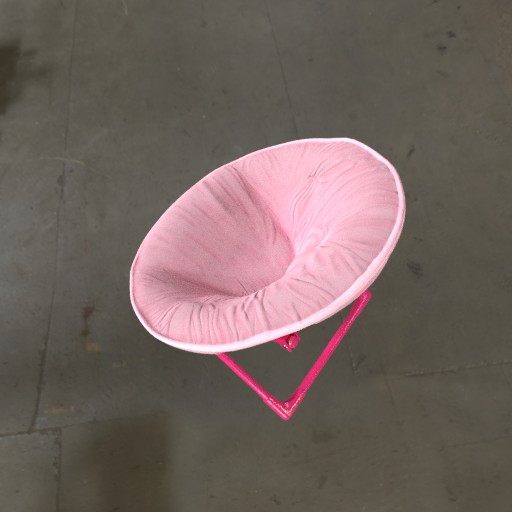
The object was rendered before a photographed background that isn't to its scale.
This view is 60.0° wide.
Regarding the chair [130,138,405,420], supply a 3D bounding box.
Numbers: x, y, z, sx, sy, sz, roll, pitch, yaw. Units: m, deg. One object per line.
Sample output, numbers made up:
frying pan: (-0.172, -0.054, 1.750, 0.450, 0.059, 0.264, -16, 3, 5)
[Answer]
chair: (0.000, 0.000, 0.903, 0.459, 0.494, 0.522, 33, 67, 16)
